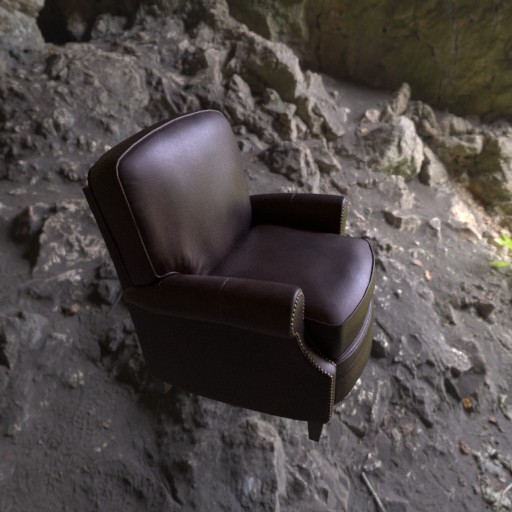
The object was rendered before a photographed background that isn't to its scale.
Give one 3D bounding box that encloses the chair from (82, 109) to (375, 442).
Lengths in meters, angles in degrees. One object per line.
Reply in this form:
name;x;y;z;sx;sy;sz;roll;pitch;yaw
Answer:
chair;0.000;0.000;1.763;0.986;1.018;0.936;10;31;18
